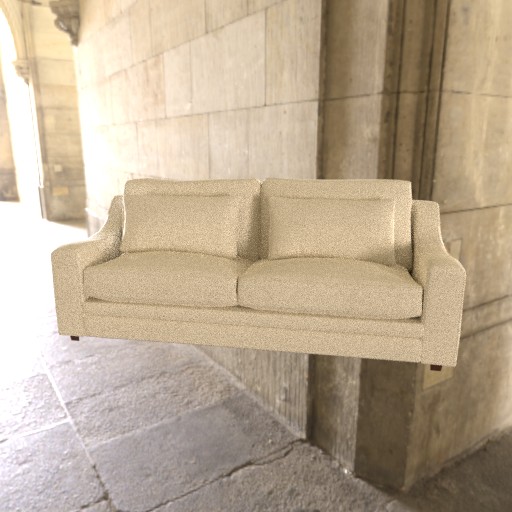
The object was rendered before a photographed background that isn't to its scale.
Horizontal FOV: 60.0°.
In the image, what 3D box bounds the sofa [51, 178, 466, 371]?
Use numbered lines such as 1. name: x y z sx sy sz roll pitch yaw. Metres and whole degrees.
1. sofa: 0.000 0.000 3.030 2.470 1.022 1.009 3 14 10
